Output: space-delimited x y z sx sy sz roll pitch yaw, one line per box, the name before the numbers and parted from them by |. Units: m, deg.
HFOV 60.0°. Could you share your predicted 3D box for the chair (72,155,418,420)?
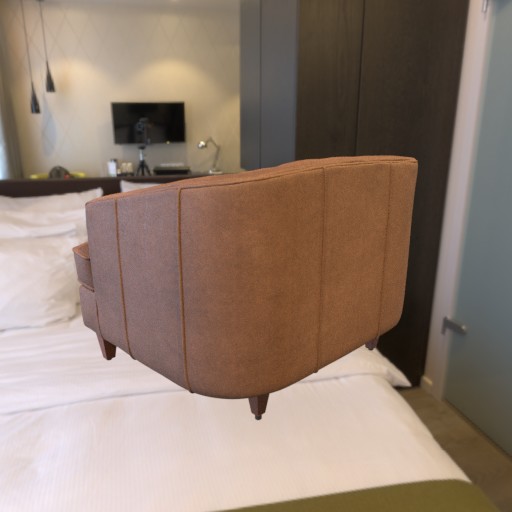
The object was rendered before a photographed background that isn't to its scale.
chair | 0.000 0.000 1.727 1.118 0.787 0.914 -15 22 -42
